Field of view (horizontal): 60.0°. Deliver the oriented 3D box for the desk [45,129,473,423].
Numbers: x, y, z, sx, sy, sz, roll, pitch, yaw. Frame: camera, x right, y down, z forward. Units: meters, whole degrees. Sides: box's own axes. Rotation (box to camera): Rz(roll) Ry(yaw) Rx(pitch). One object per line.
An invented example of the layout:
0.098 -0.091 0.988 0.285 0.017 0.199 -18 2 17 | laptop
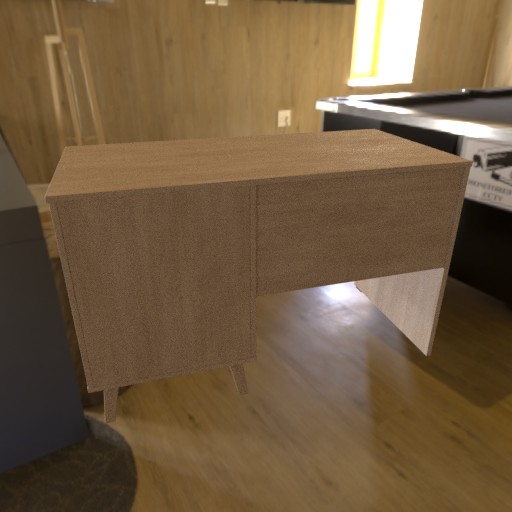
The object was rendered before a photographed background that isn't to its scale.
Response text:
0.000 0.000 1.663 1.251 0.770 0.600 -7 27 -15 | desk
